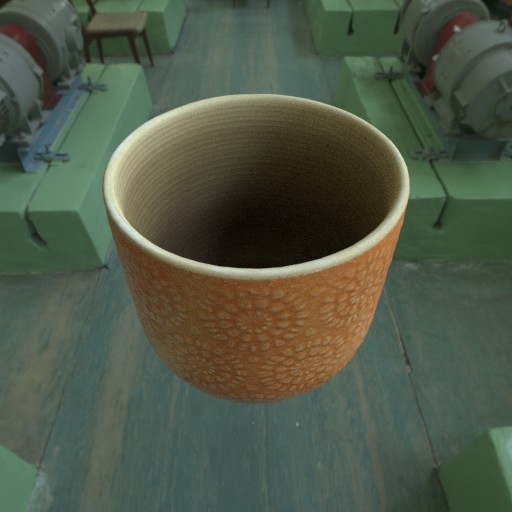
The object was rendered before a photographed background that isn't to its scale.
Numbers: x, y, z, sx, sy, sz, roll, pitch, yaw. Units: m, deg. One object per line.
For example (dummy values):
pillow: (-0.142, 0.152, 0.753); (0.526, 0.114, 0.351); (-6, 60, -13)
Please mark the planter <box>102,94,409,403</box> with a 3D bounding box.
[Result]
planter: (0.000, 0.000, 0.291); (0.170, 0.152, 0.170); (0, 45, 0)
